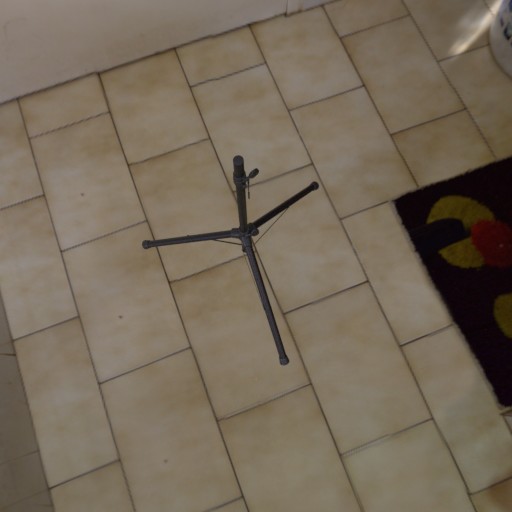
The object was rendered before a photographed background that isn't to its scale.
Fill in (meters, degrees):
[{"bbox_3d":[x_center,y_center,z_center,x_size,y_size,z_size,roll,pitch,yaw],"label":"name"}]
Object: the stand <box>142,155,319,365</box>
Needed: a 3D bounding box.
[{"bbox_3d":[0.000,0.000,1.855,1.045,1.136,0.907,-18,75,-5],"label":"stand"}]
